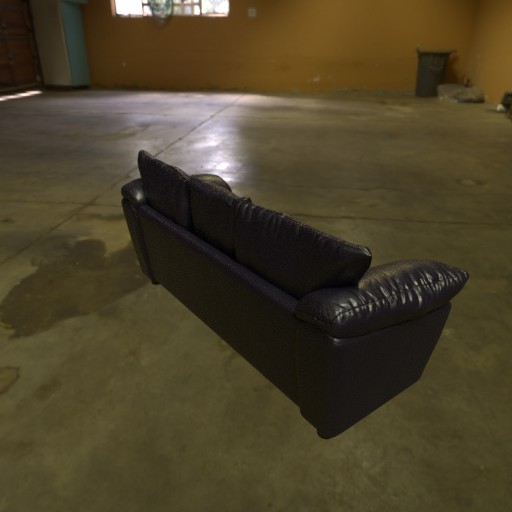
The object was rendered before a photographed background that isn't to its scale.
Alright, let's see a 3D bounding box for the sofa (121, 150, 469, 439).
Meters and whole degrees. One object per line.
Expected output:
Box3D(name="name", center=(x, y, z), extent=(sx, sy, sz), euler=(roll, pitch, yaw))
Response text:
Box3D(name="sofa", center=(0.000, 0.000, 2.835), extent=(0.880, 1.073, 2.336), euler=(-18, 31, -33))
